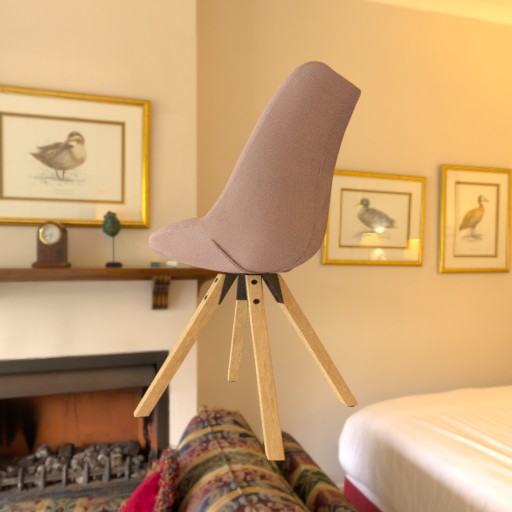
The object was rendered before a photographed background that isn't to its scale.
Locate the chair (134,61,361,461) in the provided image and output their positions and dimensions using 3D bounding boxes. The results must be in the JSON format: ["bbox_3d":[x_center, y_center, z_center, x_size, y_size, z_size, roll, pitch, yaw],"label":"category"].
[{"bbox_3d":[0.000,0.000,1.199,0.550,0.850,0.485,0,1,35],"label":"chair"}]
